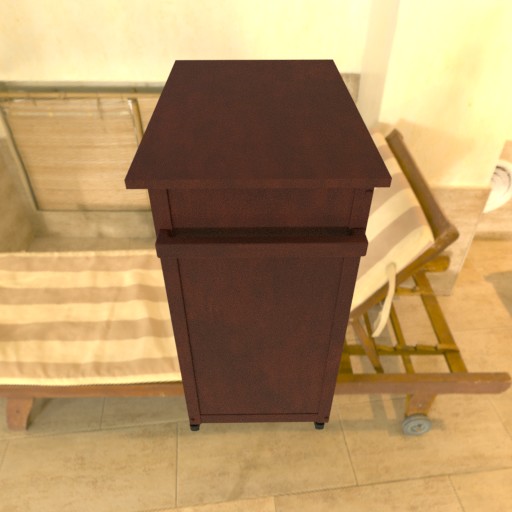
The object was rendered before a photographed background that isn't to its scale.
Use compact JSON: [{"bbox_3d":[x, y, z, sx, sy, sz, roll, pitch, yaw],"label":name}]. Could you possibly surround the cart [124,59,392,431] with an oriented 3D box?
[{"bbox_3d":[0.000,0.000,1.255,0.442,0.864,0.683,0,40,-1],"label":"cart"}]
